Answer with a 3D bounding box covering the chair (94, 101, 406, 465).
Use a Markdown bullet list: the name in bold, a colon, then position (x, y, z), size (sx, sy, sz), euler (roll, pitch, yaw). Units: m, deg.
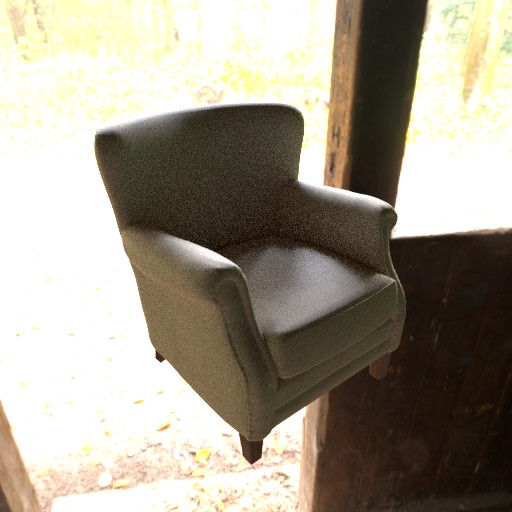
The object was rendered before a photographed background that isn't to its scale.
- **chair**: position (0.000, 0.000, 1.601), size (0.861, 0.936, 0.921), euler (-20, 34, -33)
